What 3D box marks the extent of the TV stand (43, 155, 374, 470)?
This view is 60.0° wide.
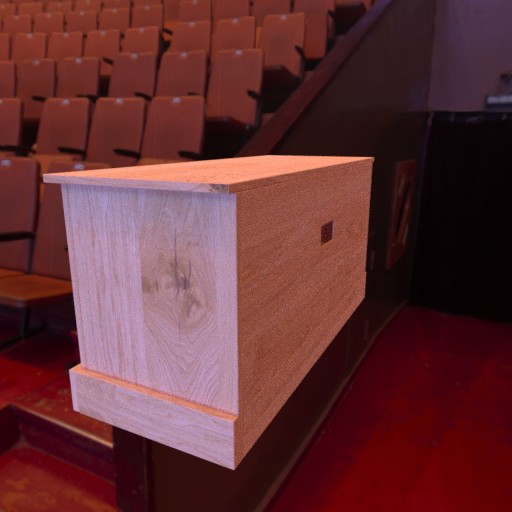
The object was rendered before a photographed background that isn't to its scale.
[{"bbox_3d":[0.000,0.000,1.342,0.440,0.550,1.080,7,17,26],"label":"TV stand"}]
